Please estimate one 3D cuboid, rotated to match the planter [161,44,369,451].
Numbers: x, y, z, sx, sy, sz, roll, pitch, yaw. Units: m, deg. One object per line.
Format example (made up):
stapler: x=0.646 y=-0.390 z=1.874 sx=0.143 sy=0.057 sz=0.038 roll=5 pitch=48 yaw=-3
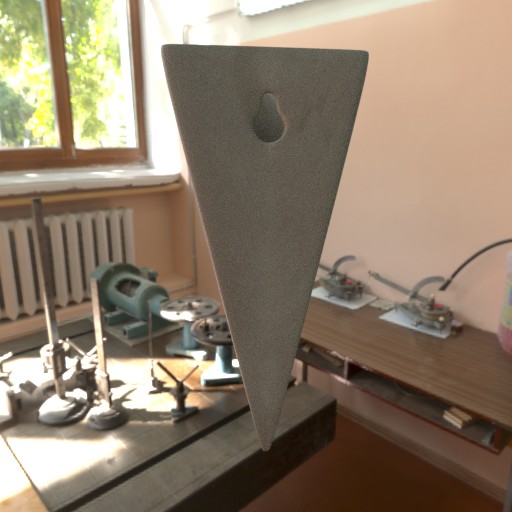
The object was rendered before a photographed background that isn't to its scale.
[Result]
planter: x=0.000 y=0.000 z=0.275 sx=0.101 sy=0.224 sz=0.081 roll=-2 pitch=15 yaw=-9
